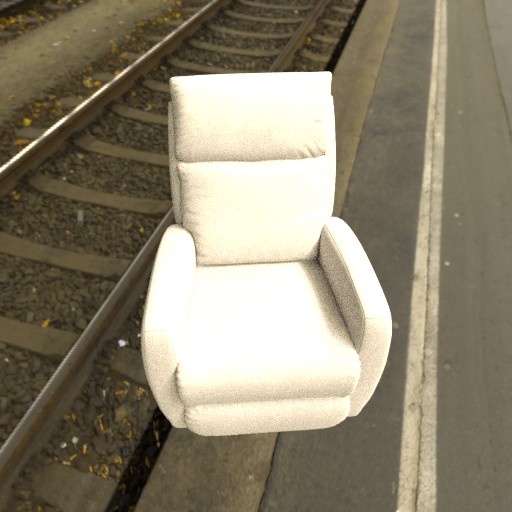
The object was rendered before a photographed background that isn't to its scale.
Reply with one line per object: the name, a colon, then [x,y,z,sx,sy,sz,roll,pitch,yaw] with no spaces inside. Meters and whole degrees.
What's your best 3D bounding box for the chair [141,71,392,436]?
chair: [0.000,0.000,1.632,0.812,1.015,0.941,-3,45,-3]
